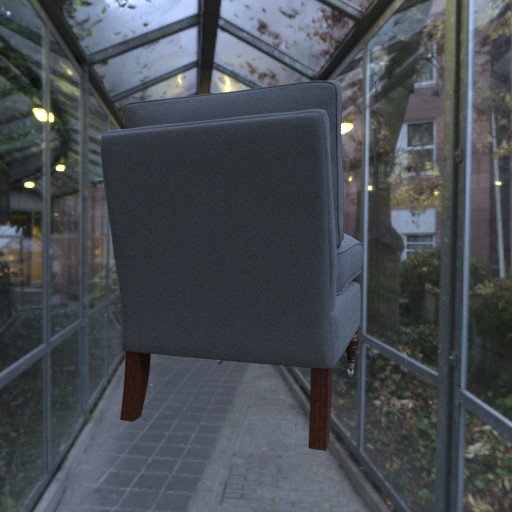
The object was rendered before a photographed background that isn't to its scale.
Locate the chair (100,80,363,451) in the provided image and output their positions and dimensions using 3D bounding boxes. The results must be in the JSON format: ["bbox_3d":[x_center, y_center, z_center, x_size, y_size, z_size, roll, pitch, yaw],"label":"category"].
[{"bbox_3d":[0.000,0.000,1.659,0.724,1.045,0.924,0,1,19],"label":"chair"}]
